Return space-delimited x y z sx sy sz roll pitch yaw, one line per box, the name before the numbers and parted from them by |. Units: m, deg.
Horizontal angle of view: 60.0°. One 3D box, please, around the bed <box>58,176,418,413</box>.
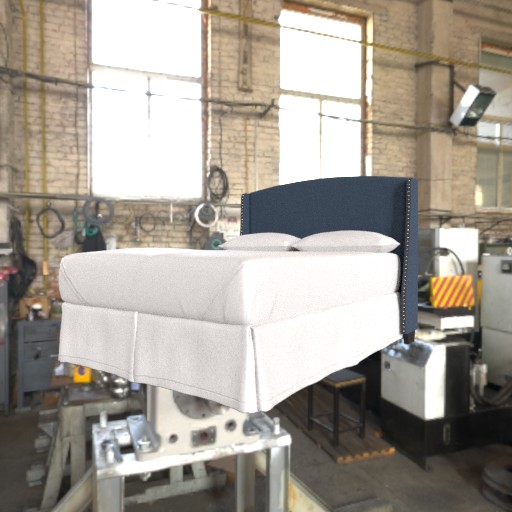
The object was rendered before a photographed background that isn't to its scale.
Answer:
bed | 0.000 0.000 3.274 1.710 1.407 2.237 1 1 36
